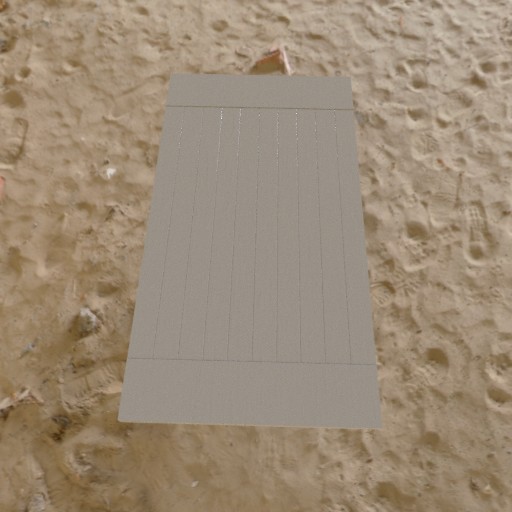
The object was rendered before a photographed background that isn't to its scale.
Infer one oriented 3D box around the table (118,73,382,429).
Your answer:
[{"bbox_3d":[0.000,0.000,1.429,0.600,0.495,1.062,1,64,1],"label":"table"}]
